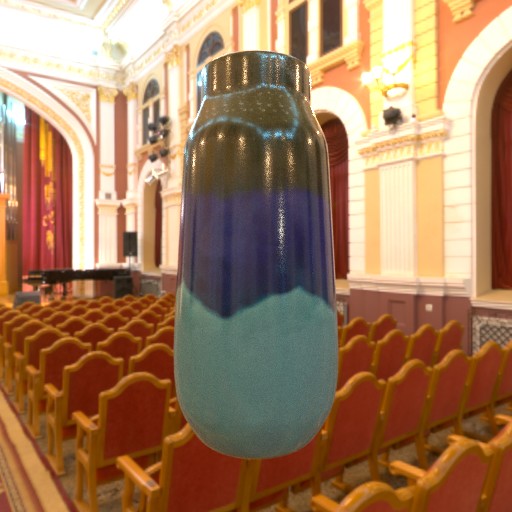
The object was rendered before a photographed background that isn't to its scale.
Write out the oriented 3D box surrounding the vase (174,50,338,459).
[{"bbox_3d":[0.000,0.000,0.379,0.139,0.313,0.139,0,0,0],"label":"vase"}]
